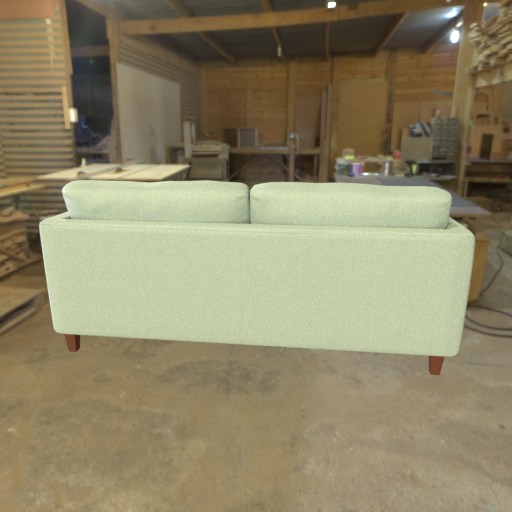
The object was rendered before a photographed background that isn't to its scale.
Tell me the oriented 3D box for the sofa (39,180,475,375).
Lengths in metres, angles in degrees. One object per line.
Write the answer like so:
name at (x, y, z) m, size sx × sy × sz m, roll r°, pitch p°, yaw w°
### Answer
sofa at (0.000, 0.000, 2.698) m, size 2.208 × 0.965 × 0.951 m, roll 2°, pitch 17°, yaw 7°
